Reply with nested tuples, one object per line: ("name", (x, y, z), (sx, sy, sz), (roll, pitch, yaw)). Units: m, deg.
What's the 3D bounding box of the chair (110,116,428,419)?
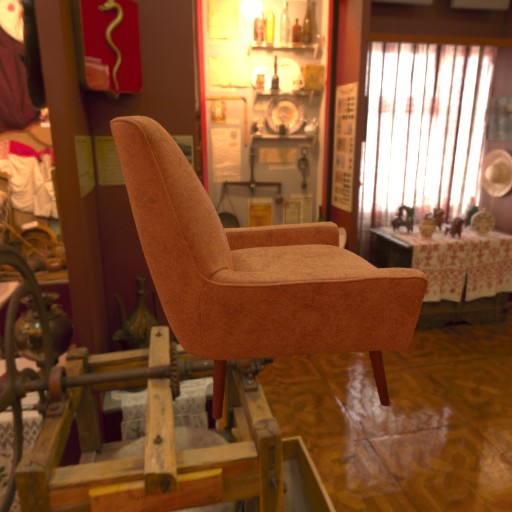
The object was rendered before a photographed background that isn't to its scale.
("chair", (0.000, 0.000, 1.479), (0.851, 0.883, 0.753), (-3, 16, -10))
